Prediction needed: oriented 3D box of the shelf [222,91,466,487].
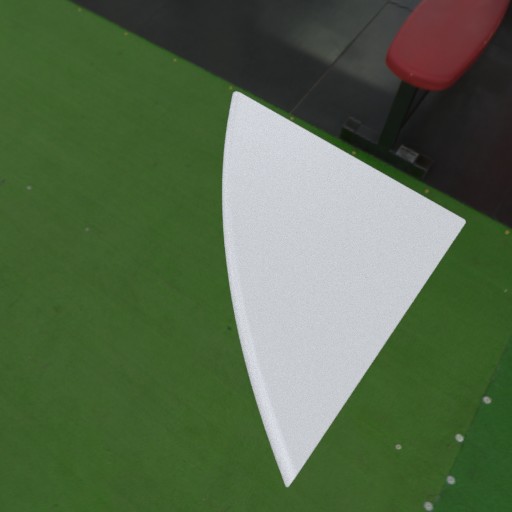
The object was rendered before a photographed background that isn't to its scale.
[{"bbox_3d":[0.000,0.000,0.465,0.310,0.050,0.310,34,68,16],"label":"shelf"}]
